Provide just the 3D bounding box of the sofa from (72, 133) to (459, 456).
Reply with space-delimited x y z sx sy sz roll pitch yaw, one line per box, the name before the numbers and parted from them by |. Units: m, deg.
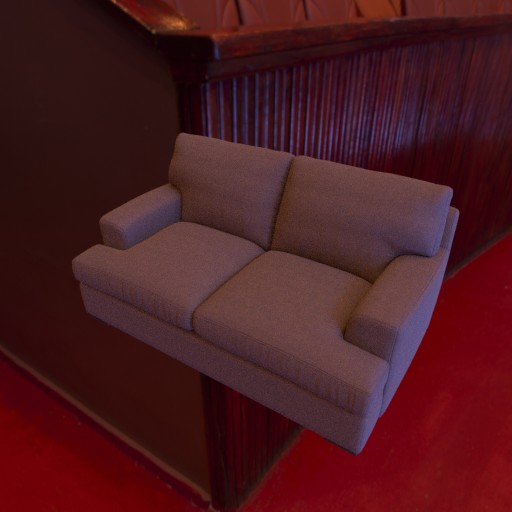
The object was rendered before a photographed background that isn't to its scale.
sofa | 0.000 0.000 2.472 1.869 0.950 1.140 19 36 28
